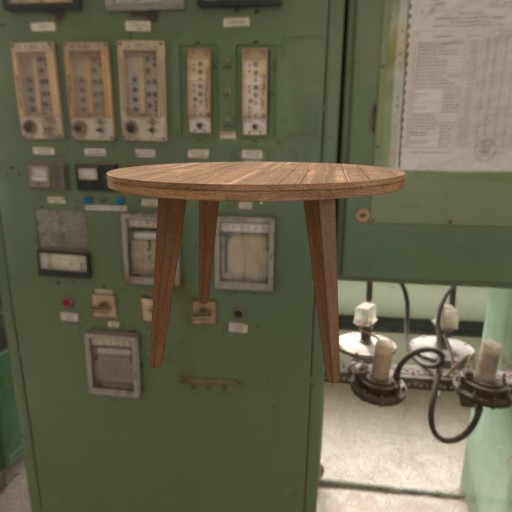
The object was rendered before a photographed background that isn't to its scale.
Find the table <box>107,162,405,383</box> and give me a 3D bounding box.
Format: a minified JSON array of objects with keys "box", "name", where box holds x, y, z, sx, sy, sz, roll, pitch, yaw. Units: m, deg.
[{"box":[0.000,0.000,1.992,1.213,0.764,1.213,0,15,0],"name":"table"}]
